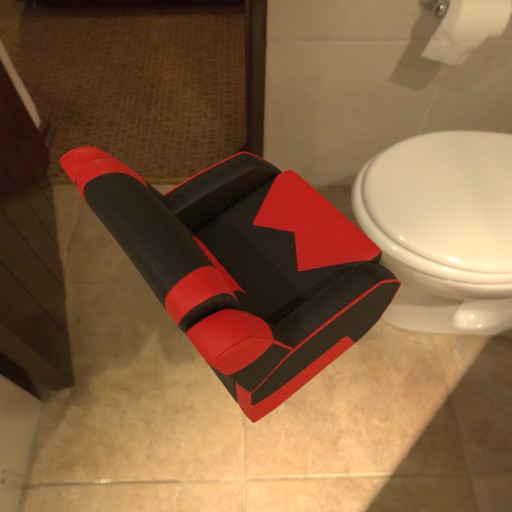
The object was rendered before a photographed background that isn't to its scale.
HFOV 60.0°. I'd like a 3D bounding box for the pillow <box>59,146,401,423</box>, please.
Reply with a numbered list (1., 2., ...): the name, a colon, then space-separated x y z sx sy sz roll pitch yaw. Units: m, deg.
1. pillow: 0.000 0.000 1.284 0.672 0.805 0.620 -33 64 -19
